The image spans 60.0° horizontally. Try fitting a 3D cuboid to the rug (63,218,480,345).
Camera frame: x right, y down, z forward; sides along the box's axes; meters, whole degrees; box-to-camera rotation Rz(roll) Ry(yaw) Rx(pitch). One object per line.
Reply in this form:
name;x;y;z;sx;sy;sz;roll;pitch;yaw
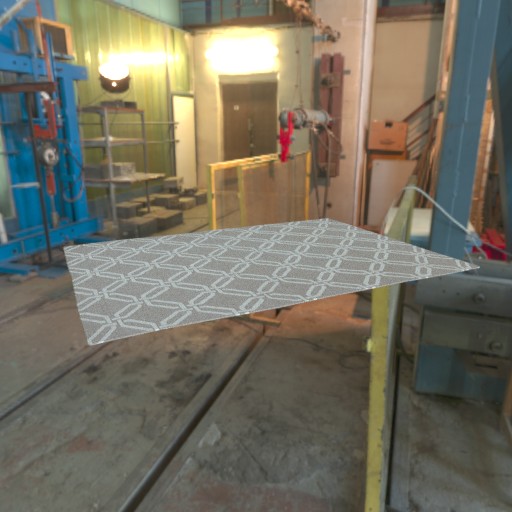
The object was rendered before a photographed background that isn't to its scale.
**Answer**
rug;0.000;0.000;2.740;2.135;0.013;1.524;-8;18;-25
